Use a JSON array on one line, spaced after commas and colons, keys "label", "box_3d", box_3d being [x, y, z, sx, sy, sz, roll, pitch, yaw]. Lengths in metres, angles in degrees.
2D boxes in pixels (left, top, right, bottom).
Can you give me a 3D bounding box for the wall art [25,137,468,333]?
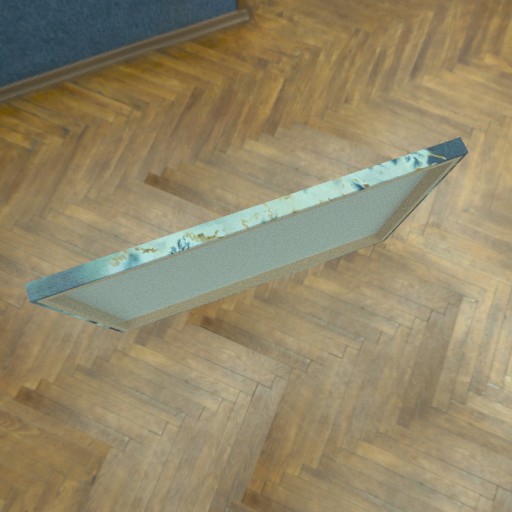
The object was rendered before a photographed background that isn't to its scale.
[{"label": "wall art", "box_3d": [0.000, 0.000, 1.164, 0.912, 0.608, 0.038, -19, 76, -5]}]
